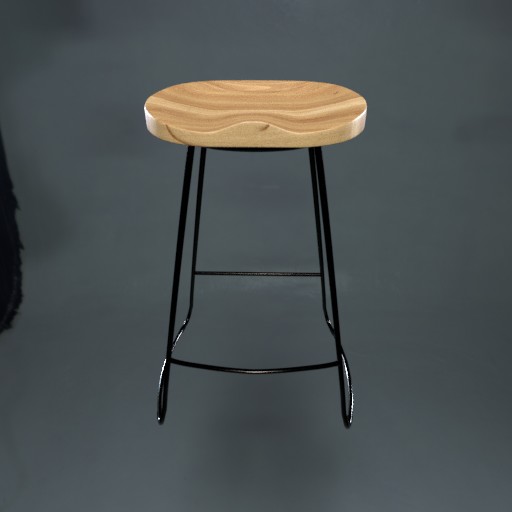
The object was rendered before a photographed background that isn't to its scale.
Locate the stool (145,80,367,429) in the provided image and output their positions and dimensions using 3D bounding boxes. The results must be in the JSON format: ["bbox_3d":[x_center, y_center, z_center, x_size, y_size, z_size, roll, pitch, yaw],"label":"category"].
[{"bbox_3d":[0.000,0.000,0.974,0.480,0.679,0.401,1,29,1],"label":"stool"}]
